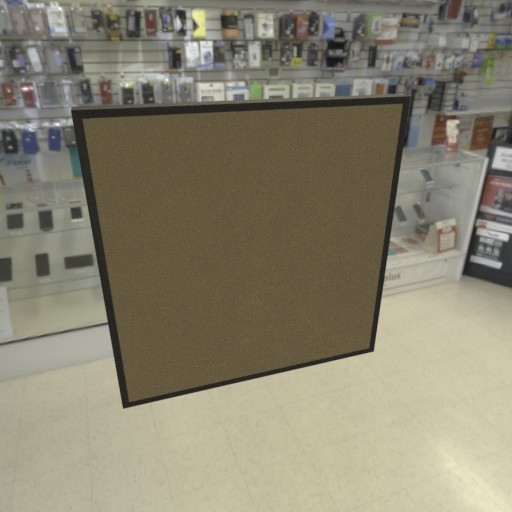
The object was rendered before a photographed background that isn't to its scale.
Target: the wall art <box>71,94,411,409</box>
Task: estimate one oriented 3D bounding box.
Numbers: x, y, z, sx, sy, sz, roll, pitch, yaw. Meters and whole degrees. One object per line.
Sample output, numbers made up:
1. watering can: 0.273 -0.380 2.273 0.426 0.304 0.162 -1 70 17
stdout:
1. wall art: 0.000 0.000 0.763 0.509 0.507 0.037 -8 27 -17
